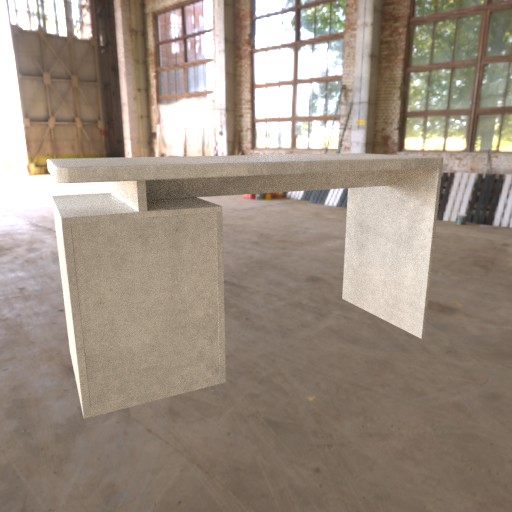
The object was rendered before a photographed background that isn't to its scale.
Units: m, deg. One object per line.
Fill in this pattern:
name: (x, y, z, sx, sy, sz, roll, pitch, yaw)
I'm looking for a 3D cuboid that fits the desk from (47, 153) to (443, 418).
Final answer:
desk: (0.000, 0.000, 1.745, 1.400, 0.755, 0.550, -7, 17, -26)
